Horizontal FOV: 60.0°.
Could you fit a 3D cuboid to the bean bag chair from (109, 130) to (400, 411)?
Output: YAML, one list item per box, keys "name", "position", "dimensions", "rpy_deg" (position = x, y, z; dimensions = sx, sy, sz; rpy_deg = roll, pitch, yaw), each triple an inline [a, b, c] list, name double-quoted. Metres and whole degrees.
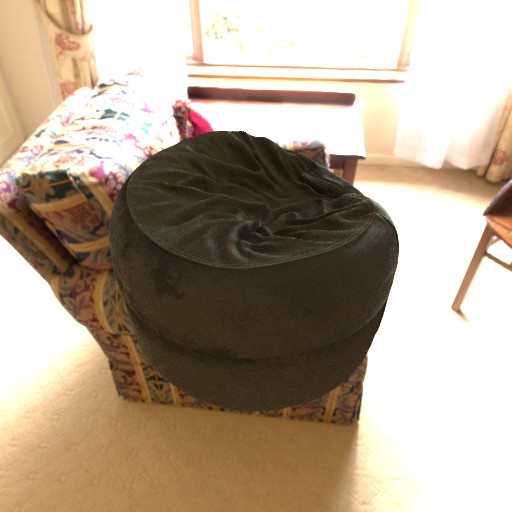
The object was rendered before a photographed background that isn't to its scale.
- name: "bean bag chair"
  position: [0.000, 0.000, 1.502]
  dimensions: [0.918, 0.605, 0.918]
  rpy_deg: [0, 41, 0]
